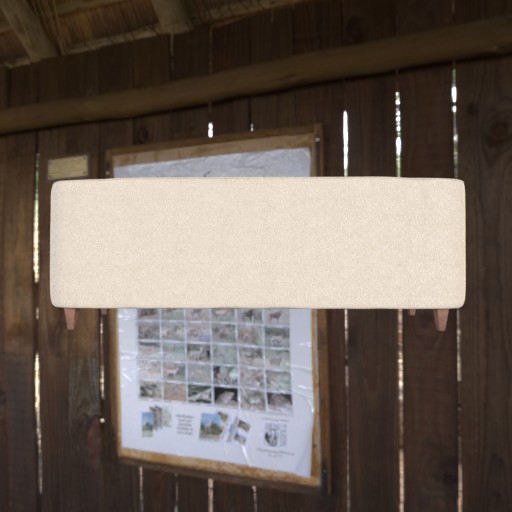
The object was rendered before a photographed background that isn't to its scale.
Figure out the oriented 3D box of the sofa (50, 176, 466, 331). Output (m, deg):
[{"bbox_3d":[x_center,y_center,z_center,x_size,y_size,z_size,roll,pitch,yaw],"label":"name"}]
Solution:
[{"bbox_3d":[0.000,0.000,2.664,2.235,0.788,0.913,0,-1,1],"label":"sofa"}]
